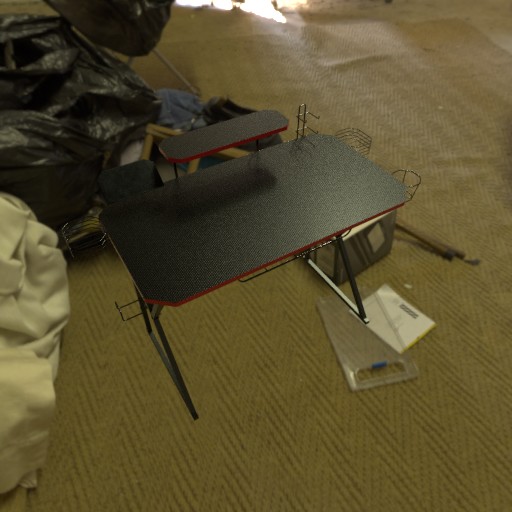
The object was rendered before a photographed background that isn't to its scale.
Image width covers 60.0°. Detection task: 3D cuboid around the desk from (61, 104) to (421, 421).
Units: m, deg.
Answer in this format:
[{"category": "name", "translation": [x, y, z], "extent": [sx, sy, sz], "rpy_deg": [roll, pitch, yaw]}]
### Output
[{"category": "desk", "translation": [0.000, 0.000, 1.795], "extent": [1.280, 0.913, 0.588], "rpy_deg": [-23, 50, -22]}]
